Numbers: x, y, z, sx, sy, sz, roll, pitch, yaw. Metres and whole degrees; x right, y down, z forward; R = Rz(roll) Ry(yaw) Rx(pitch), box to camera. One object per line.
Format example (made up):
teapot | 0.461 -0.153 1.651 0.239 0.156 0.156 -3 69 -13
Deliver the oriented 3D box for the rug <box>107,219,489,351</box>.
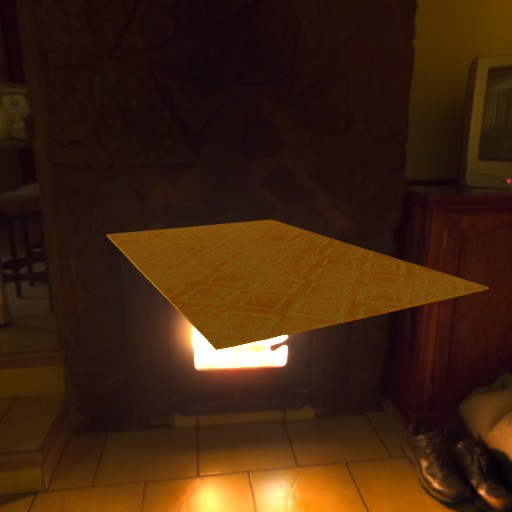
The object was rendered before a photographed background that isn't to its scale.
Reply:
rug | 0.000 0.000 2.331 1.213 0.010 1.829 -7 16 -26
